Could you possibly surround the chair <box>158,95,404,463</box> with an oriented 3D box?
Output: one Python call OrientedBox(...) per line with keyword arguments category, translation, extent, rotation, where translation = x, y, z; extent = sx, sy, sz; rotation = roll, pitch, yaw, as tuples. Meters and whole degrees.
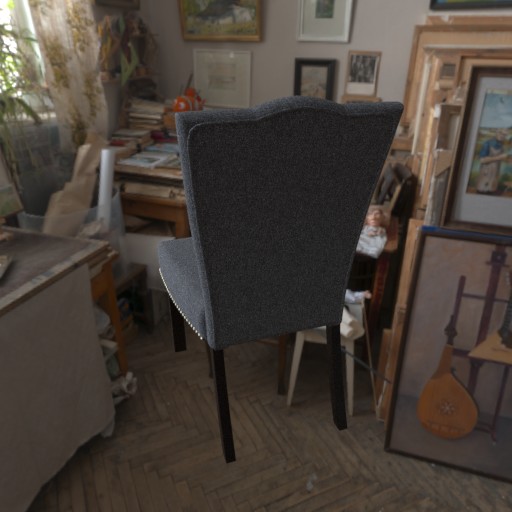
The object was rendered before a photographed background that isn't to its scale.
OrientedBox(category="chair", translation=(0.000, 0.000, 1.304), extent=(0.518, 0.946, 0.589), rotation=(-9, 28, -17))
